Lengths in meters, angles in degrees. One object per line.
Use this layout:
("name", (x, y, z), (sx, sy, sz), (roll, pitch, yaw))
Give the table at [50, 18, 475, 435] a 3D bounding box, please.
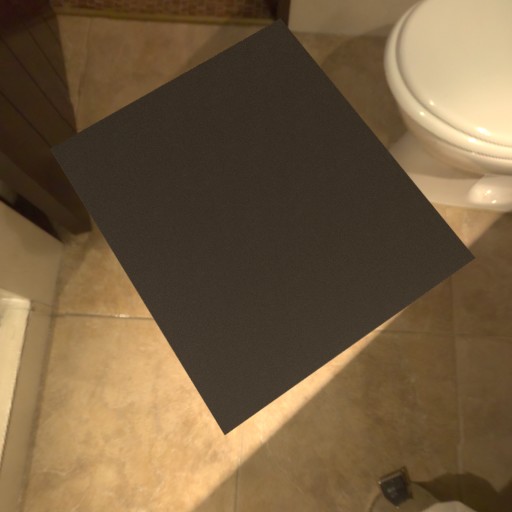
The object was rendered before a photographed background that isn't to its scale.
("table", (0.000, 0.000, 0.905), (0.399, 0.610, 0.460), (-33, 78, -8))
